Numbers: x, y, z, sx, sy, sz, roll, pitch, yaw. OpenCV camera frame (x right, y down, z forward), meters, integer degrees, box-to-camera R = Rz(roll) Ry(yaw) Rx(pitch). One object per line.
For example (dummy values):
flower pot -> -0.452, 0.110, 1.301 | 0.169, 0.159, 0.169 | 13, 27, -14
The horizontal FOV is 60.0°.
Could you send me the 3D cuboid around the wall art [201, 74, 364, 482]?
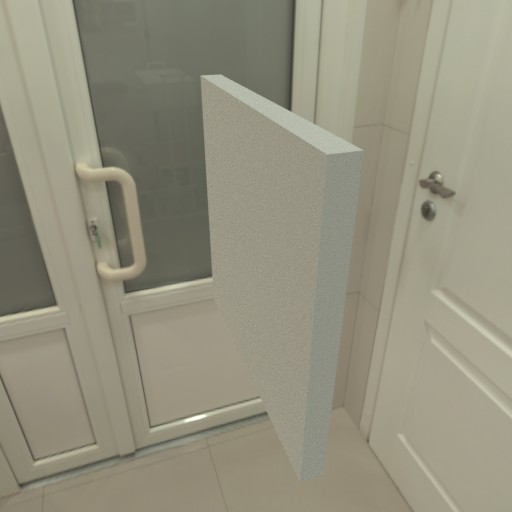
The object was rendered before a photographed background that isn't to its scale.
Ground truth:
wall art -> 0.000, 0.000, 0.527 | 0.027, 0.355, 0.355 | -10, 32, -17
